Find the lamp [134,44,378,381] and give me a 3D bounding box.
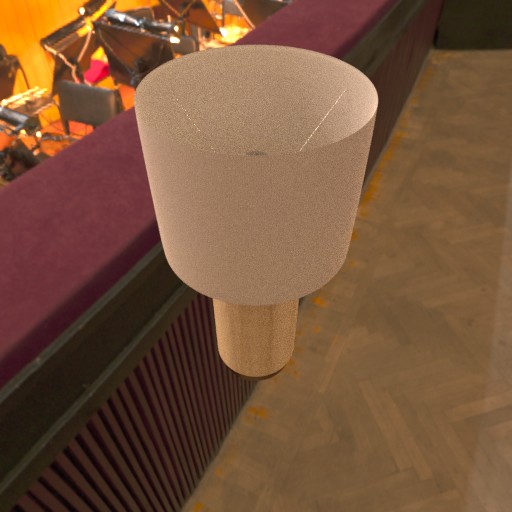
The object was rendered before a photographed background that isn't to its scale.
[{"bbox_3d":[0.000,0.000,0.574,0.228,0.444,0.228,23,50,21],"label":"lamp"}]
